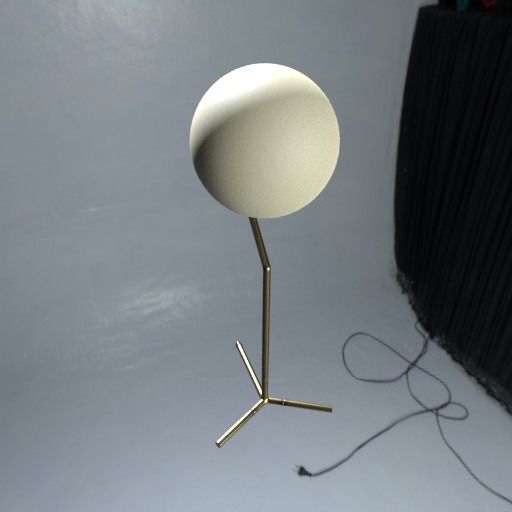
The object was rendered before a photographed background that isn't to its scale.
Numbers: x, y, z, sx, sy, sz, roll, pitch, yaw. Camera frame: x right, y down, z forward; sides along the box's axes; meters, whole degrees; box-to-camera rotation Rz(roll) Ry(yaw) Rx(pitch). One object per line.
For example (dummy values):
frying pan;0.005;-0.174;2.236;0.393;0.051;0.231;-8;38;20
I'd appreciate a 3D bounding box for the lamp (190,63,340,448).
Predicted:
lamp;0.000;0.000;0.678;0.210;0.552;0.251;-10;33;-17
